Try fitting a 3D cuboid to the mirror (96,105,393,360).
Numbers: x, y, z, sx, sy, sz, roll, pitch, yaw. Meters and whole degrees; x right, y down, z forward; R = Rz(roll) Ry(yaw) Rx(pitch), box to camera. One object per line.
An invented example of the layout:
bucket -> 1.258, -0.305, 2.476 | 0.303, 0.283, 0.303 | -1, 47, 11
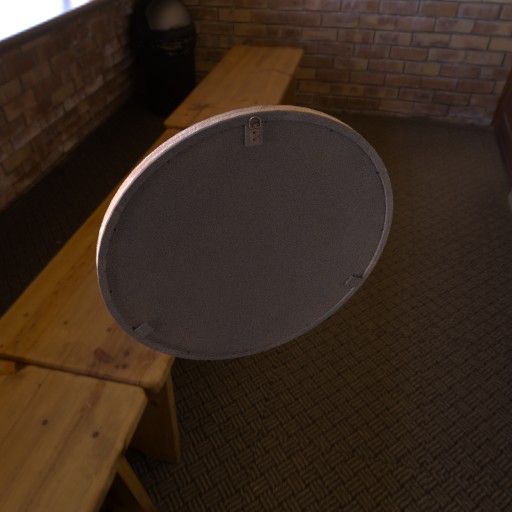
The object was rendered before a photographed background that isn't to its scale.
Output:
mirror -> 0.000, 0.000, 1.050 | 0.710, 0.710, 0.038 | -13, 42, -14
